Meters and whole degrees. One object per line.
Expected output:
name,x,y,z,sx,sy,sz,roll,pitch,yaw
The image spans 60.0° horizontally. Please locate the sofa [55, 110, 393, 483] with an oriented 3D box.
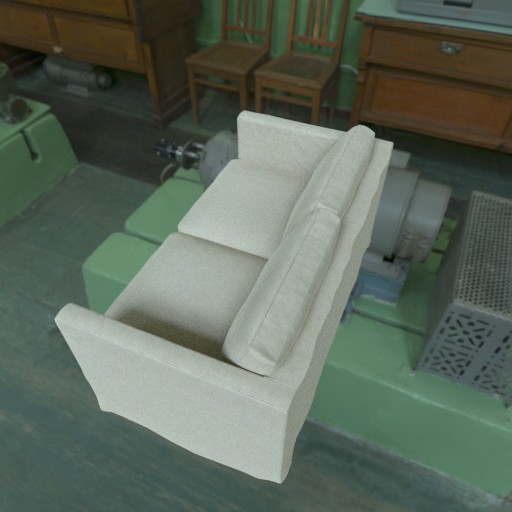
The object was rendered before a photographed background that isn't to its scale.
sofa,0.000,0.000,2.238,0.962,0.835,1.719,17,48,16
